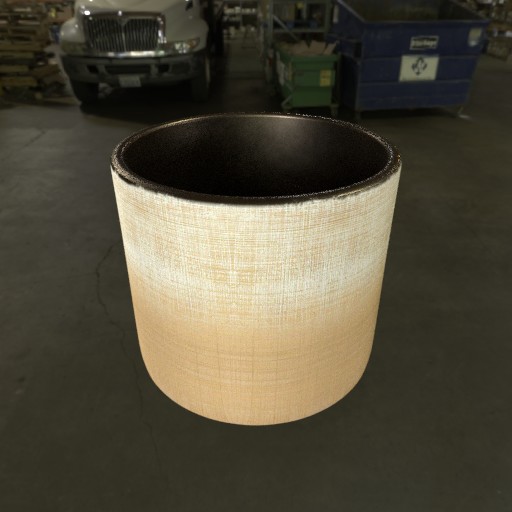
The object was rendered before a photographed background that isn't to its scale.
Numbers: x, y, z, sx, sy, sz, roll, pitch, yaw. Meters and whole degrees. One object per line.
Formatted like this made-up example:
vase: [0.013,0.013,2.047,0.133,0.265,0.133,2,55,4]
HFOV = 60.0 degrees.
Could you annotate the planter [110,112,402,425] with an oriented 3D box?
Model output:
planter: [0.000,0.000,0.392,0.221,0.201,0.221,0,31,0]
